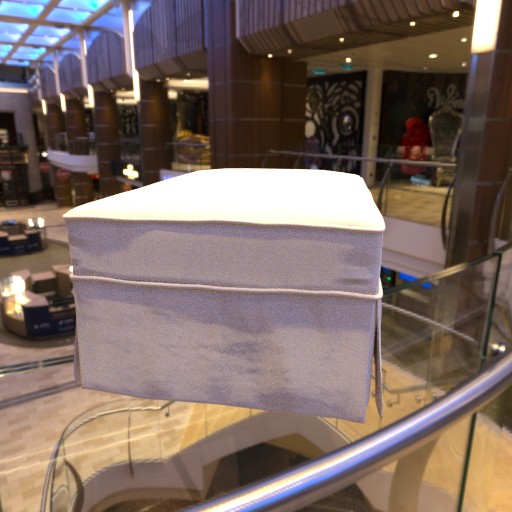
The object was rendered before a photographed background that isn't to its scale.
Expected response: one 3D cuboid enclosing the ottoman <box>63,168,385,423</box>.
[{"bbox_3d":[0.000,0.000,1.320,0.703,0.479,0.944,3,16,10],"label":"ottoman"}]
